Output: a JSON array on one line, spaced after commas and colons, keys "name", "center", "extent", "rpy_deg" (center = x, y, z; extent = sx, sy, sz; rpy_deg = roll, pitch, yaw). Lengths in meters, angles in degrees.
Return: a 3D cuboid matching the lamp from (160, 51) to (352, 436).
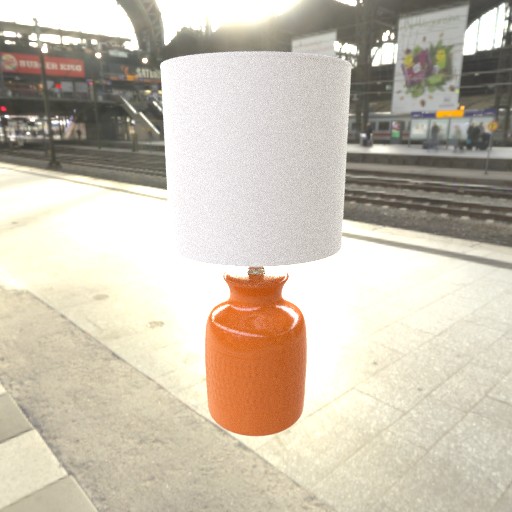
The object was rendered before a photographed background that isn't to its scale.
[{"name": "lamp", "center": [0.000, 0.000, 1.104], "extent": [0.418, 0.871, 0.418], "rpy_deg": [15, 22, 42]}]
